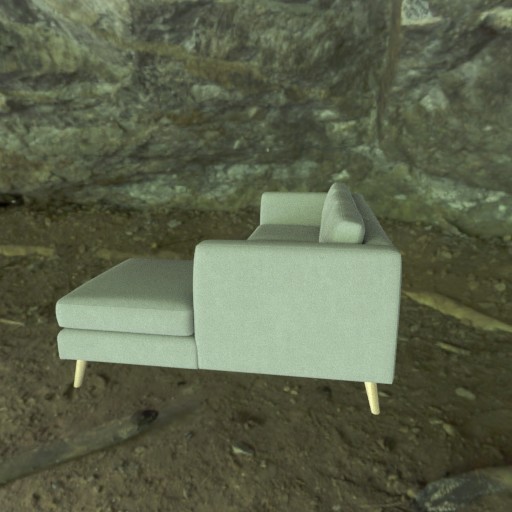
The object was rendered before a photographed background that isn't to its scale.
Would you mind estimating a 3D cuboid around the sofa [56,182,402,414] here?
[{"bbox_3d":[0.000,0.000,3.050,1.580,0.860,2.300,2,14,9],"label":"sofa"}]
